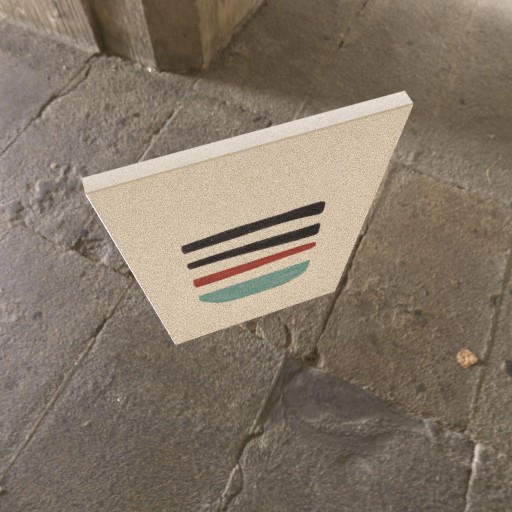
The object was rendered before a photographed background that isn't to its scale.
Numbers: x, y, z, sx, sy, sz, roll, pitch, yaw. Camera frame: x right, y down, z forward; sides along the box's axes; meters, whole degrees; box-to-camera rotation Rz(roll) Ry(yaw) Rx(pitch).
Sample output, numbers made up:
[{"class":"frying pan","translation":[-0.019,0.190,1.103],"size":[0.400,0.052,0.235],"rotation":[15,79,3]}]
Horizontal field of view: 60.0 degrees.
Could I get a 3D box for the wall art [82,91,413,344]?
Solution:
[{"class":"wall art","translation":[0.000,0.000,1.189],"size":[0.607,0.912,0.038],"rotation":[-17,65,-9]}]
